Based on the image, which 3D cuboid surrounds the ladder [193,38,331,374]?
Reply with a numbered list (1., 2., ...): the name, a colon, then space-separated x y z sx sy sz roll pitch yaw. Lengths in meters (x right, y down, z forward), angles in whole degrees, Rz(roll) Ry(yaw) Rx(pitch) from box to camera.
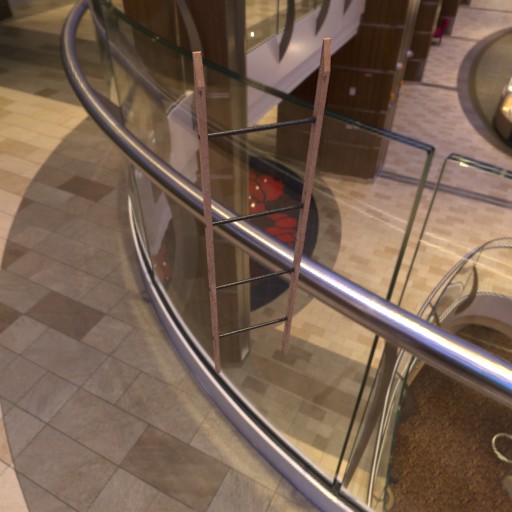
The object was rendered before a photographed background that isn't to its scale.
1. ladder: 0.000 0.000 1.974 0.442 1.805 0.200 -13 43 -14
